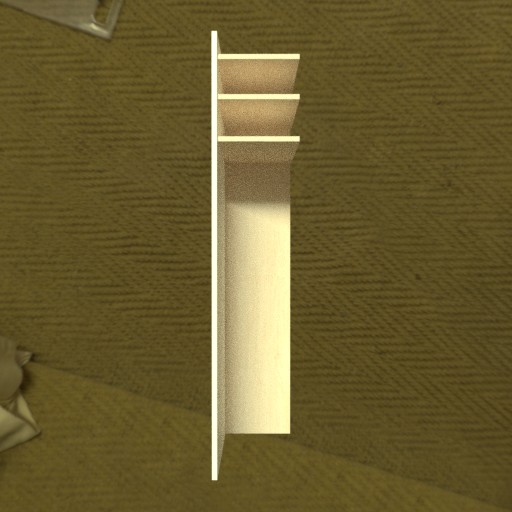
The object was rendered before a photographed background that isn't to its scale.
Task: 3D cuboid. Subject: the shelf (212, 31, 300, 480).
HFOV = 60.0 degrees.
[{"bbox_3d":[0.000,0.000,1.156,0.200,0.300,1.020,0,91,0],"label":"shelf"}]
